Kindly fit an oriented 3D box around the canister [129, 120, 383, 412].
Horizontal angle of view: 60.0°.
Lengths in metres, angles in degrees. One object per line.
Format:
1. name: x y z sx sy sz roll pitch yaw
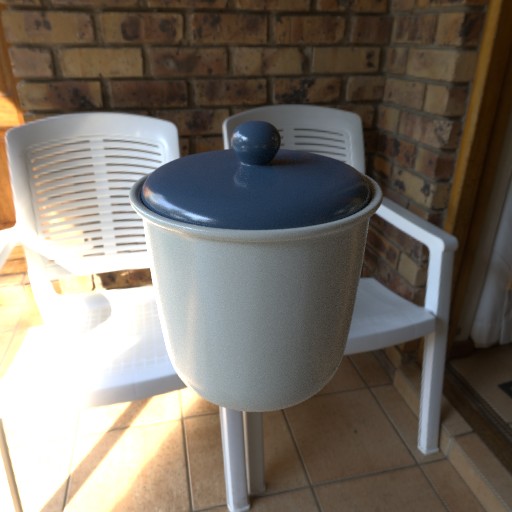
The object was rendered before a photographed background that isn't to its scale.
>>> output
1. canister: 0.000 0.000 0.353 0.182 0.208 0.182 0 26 0
